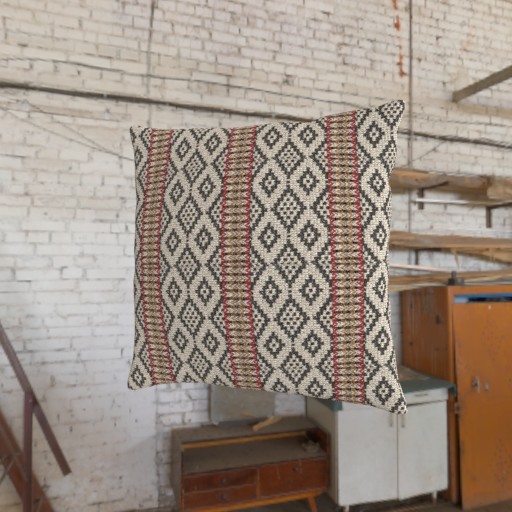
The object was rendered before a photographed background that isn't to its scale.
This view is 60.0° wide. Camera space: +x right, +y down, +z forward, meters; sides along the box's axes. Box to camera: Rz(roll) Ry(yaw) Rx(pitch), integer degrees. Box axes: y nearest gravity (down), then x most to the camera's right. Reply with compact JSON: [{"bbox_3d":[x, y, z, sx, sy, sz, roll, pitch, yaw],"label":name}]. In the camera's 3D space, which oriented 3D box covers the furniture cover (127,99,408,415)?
[{"bbox_3d":[0.000,0.000,0.781,0.503,0.506,0.182,0,-2,17],"label":"furniture cover"}]
